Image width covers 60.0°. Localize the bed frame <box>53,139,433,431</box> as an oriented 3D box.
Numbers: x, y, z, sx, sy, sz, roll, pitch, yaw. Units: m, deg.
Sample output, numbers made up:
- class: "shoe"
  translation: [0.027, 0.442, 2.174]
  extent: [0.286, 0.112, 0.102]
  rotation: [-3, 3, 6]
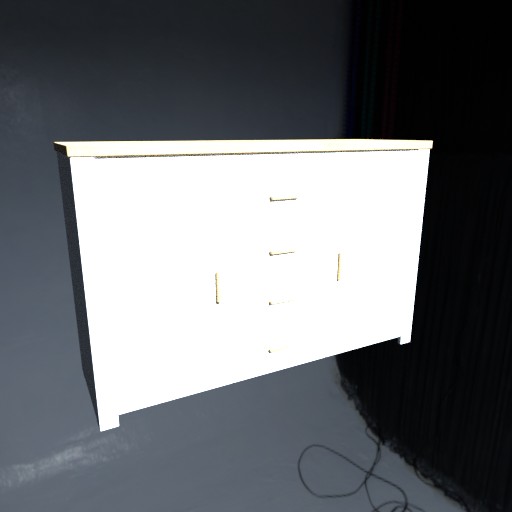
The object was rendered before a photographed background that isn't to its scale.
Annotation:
- class: "bed frame"
  translation: [0.000, 0.000, 1.699]
  extent: [1.300, 0.850, 0.430]
  rotation: [-8, 18, -27]
